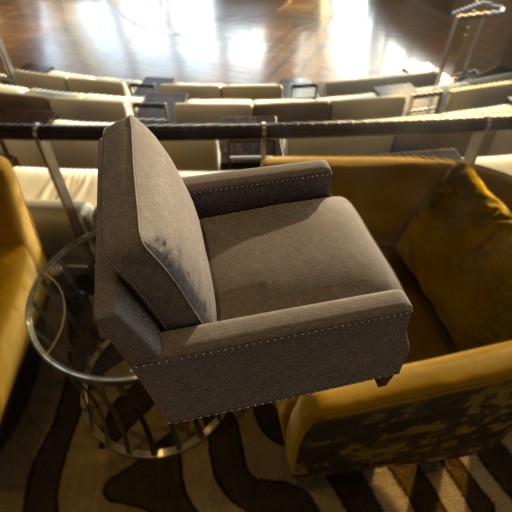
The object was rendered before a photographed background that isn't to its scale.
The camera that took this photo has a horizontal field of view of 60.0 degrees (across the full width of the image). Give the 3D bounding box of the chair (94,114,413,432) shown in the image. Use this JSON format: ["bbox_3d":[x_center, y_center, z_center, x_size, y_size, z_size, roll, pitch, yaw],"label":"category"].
[{"bbox_3d":[0.000,0.000,1.681,1.014,0.948,0.853,-10,47,-9],"label":"chair"}]
